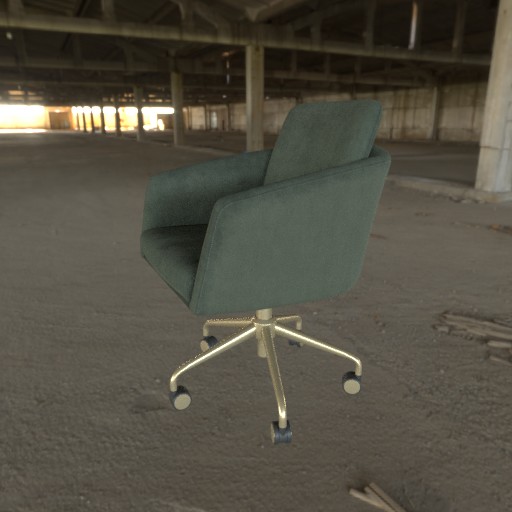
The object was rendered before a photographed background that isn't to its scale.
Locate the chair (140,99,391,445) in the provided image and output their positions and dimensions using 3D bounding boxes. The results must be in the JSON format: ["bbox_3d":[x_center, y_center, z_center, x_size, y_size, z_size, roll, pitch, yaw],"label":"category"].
[{"bbox_3d":[0.000,0.000,1.361,0.635,0.908,0.641,-8,19,-25],"label":"chair"}]
